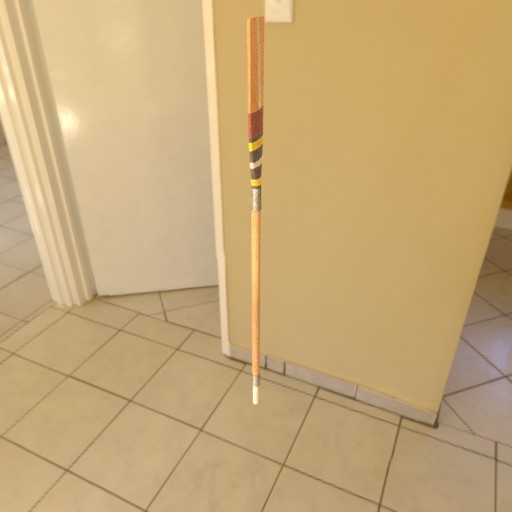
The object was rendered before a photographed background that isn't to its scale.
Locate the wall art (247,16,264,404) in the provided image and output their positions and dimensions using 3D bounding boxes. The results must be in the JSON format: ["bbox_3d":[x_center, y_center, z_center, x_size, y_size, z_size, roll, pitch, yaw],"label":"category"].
[{"bbox_3d":[0.000,0.000,1.637,0.038,1.556,0.146,8,32,14],"label":"wall art"}]
